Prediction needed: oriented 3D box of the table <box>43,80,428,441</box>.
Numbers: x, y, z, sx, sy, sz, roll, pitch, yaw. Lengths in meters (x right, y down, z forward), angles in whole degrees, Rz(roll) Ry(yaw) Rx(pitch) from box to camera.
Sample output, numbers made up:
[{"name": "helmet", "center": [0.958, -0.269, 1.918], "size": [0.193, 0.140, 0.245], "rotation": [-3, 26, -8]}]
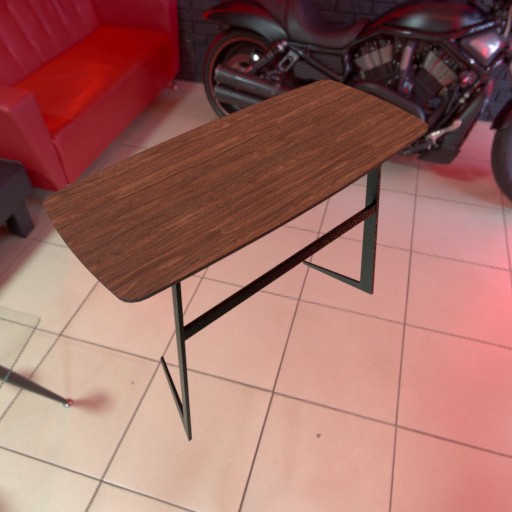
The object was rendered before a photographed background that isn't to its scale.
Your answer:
[{"name": "table", "center": [0.000, 0.000, 1.119], "size": [0.804, 0.576, 0.361], "rotation": [-32, 54, -27]}]
